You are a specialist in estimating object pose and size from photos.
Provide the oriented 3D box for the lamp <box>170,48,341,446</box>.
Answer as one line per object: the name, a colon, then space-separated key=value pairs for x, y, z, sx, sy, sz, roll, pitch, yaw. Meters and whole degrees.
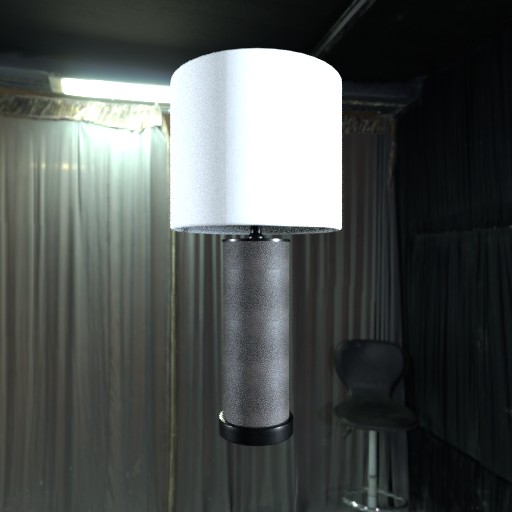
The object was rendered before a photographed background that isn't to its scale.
lamp: x=0.000 y=0.000 z=0.805 sx=0.305 sy=0.634 sz=0.305 roll=0 pitch=0 yaw=-19
